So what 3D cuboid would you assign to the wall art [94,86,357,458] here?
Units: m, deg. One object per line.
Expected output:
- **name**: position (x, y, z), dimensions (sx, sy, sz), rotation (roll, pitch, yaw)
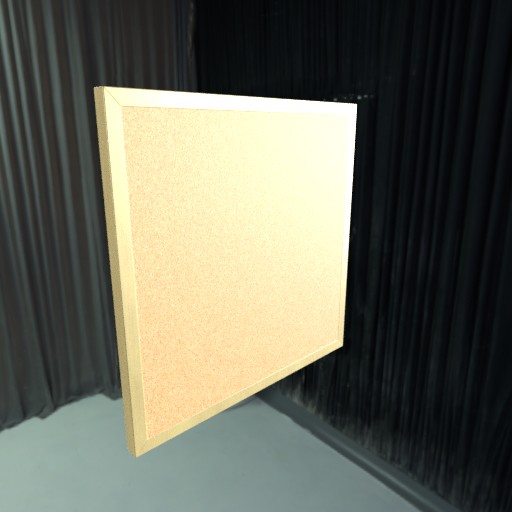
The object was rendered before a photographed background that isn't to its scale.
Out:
- **wall art**: position (0.000, 0.000, 1.131), dimensions (0.763, 0.763, 0.037), rotation (-15, 21, -42)
